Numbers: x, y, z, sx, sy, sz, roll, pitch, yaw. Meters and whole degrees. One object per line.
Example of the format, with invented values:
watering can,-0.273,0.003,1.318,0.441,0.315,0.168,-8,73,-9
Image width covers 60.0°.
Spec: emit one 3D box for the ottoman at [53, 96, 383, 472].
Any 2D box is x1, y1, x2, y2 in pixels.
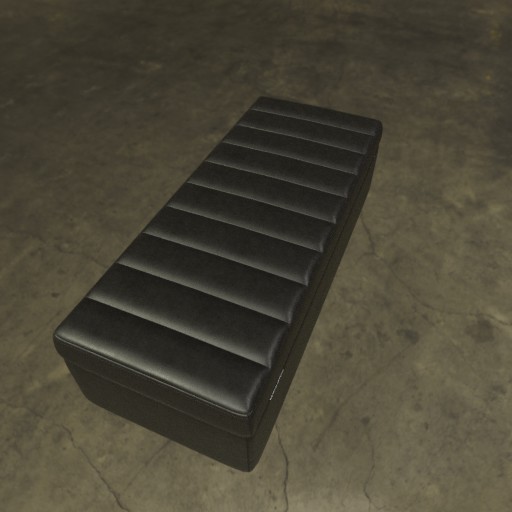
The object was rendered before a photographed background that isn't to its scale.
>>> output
ottoman,0.000,0.000,1.376,0.482,0.469,1.151,17,49,16
